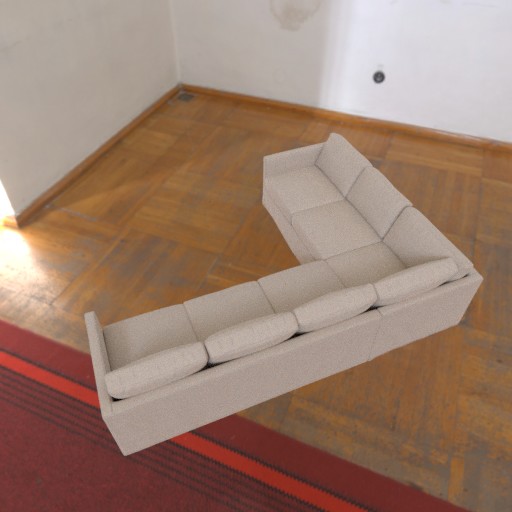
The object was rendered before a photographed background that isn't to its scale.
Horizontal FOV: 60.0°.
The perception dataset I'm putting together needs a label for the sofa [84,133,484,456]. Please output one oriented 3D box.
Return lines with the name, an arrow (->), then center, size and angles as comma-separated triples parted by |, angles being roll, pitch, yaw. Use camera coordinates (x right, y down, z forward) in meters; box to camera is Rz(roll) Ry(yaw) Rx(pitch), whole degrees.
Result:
sofa -> 0.000, 0.000, 4.257 | 3.182, 0.871, 2.432 | -16, 48, -15
